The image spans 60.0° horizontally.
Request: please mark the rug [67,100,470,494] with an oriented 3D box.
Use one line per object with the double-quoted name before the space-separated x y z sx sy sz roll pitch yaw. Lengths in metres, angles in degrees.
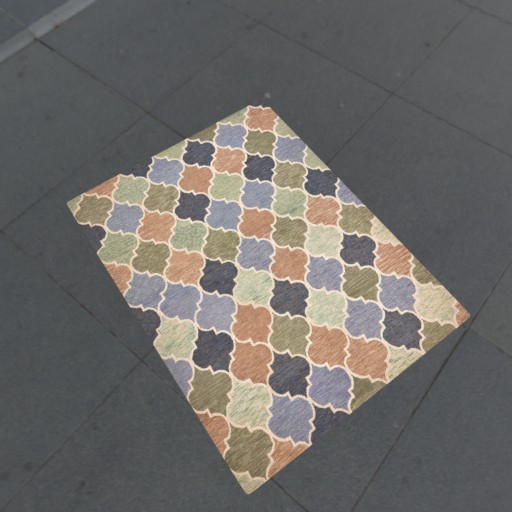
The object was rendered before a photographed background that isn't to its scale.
"rug" 0.000 0.000 4.215 2.439 0.013 3.200 -33 68 -15
